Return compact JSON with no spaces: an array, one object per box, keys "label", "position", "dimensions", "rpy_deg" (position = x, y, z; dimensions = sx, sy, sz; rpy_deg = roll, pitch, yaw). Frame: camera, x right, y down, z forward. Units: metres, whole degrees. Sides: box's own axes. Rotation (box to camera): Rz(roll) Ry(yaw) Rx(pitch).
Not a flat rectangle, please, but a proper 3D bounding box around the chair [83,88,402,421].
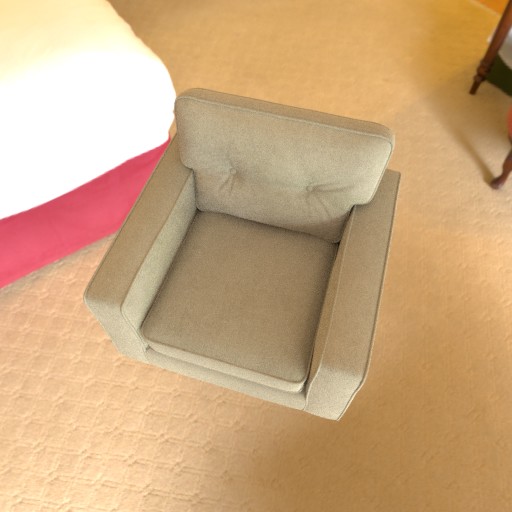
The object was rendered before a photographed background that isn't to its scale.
[{"label":"chair","position":[0.000,0.000,1.817],"dimensions":[1.015,0.965,0.939],"rpy_deg":[14,59,9]}]
